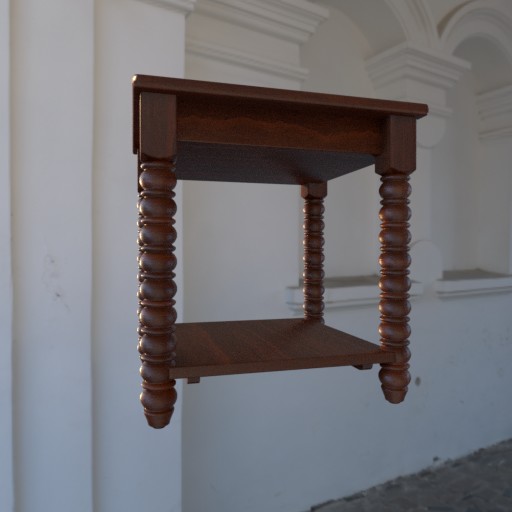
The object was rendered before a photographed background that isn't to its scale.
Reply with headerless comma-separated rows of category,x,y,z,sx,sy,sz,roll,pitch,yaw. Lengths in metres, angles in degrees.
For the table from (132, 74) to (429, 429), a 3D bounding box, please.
table,0.000,0.000,0.992,0.533,0.567,0.500,0,1,-16
